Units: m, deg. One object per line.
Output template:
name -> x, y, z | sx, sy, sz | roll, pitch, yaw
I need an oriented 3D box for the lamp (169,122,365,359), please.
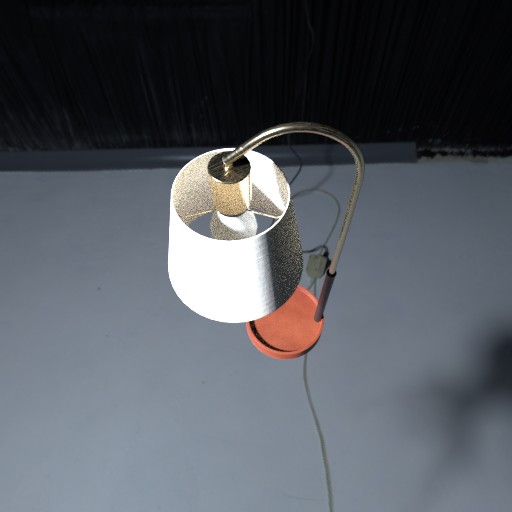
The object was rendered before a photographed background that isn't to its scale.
lamp -> 0.000, 0.000, 0.684 | 0.273, 0.536, 0.211 | 1, 59, 0
